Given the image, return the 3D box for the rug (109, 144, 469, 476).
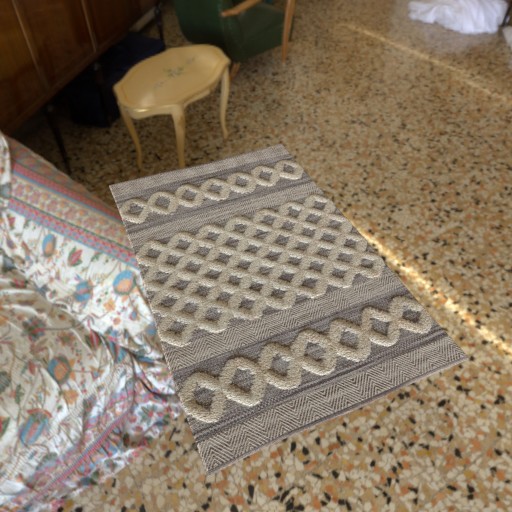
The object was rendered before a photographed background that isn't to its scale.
[{"bbox_3d":[0.000,0.000,2.931,1.513,0.033,2.333,-18,49,-16],"label":"rug"}]
